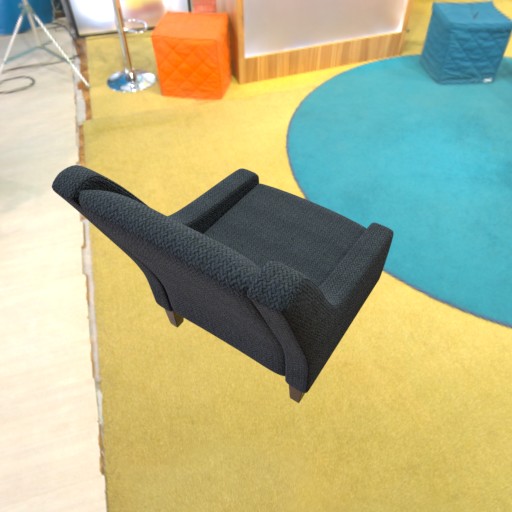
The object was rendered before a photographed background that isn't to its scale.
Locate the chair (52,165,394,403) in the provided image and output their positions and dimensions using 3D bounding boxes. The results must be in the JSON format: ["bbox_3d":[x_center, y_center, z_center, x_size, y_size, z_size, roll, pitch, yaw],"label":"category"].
[{"bbox_3d":[0.000,0.000,1.720,0.793,1.012,0.944,26,52,22],"label":"chair"}]
